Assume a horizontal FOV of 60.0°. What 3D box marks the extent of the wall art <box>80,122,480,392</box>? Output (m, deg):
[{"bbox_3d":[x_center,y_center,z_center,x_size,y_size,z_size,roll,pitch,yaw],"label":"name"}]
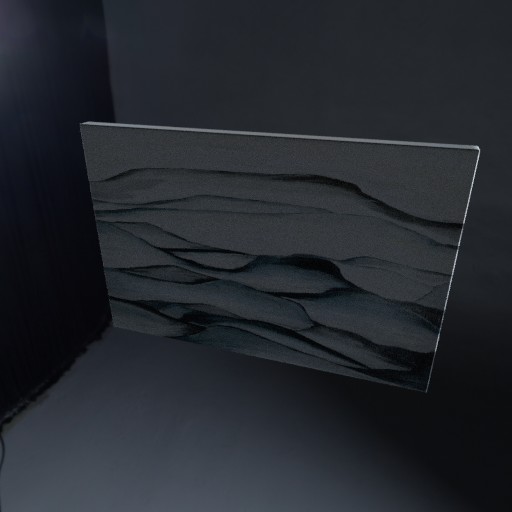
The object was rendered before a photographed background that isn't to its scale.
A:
[{"bbox_3d":[0.000,0.000,1.124,0.914,0.609,0.039,8,27,16],"label":"wall art"}]
